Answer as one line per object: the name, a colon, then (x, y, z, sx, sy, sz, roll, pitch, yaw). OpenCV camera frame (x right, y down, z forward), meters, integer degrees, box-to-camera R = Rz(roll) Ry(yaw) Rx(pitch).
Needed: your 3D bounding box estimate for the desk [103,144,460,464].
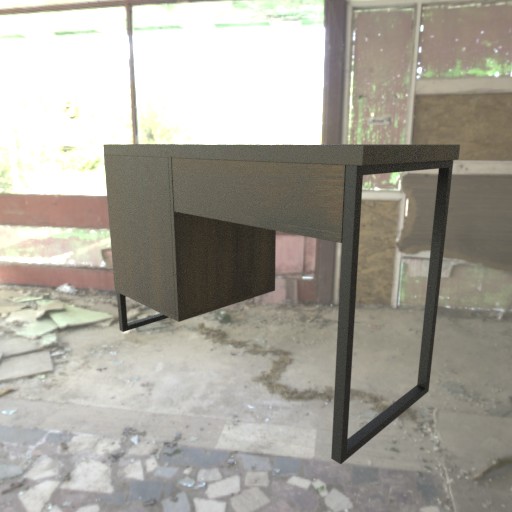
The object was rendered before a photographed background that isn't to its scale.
desk: (0.000, 0.000, 1.539, 0.511, 0.752, 1.134, -13, 20, -42)
